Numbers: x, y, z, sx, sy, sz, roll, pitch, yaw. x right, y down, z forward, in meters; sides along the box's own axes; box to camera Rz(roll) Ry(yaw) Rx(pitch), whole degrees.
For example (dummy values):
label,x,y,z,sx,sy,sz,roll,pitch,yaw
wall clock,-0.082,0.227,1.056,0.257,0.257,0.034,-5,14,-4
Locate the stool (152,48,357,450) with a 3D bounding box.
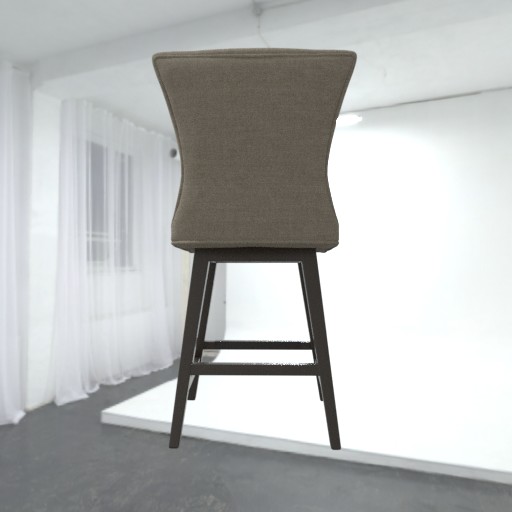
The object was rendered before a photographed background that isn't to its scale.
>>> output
label,x,y,z,sx,sy,sz,roll,pitch,yaw
stool,0.000,0.000,1.316,0.514,1.000,0.574,0,-2,1
